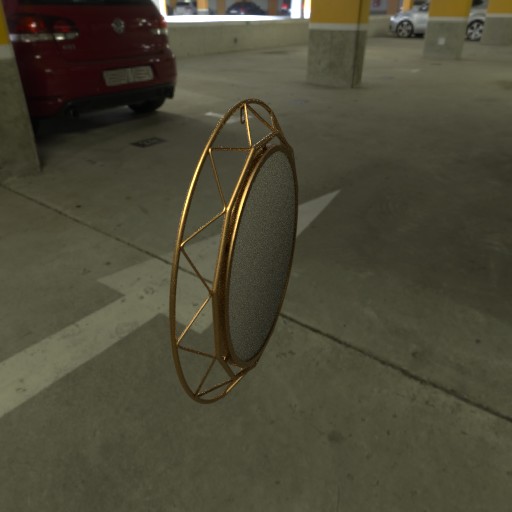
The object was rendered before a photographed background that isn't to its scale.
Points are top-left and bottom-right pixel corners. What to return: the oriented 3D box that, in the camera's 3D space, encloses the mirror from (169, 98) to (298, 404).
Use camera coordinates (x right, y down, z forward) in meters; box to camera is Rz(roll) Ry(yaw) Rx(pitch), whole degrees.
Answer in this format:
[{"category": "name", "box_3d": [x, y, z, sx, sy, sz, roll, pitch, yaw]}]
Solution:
[{"category": "mirror", "box_3d": [0.000, 0.000, 0.679, 0.043, 0.454, 0.454, 10, 31, 17]}]
